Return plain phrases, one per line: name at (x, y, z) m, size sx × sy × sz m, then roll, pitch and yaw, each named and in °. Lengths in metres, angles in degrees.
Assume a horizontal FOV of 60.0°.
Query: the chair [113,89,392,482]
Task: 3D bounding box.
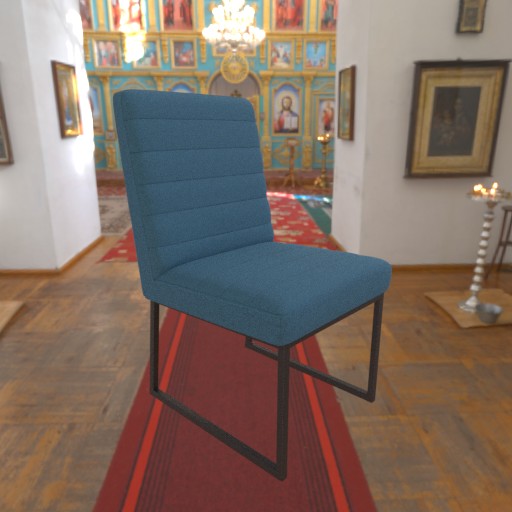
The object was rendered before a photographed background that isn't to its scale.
chair at (0.000, 0.000, 1.306) m, size 0.634 × 0.930 × 0.520 m, roll 14°, pitch 21°, yaw 41°
